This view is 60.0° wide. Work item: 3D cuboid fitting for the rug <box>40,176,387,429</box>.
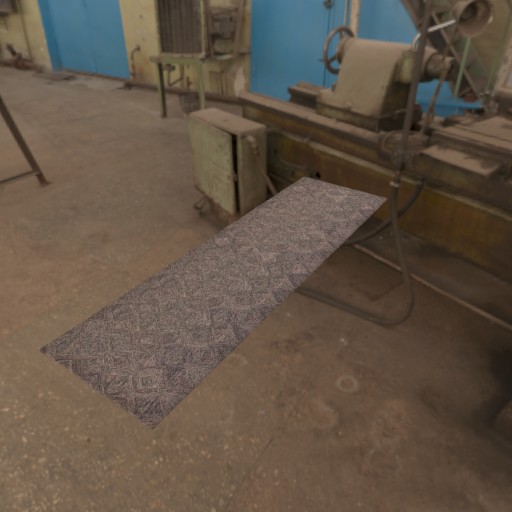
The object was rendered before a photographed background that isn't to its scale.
[{"bbox_3d":[0.000,0.000,2.539,0.691,0.011,2.296,21,39,29],"label":"rug"}]
